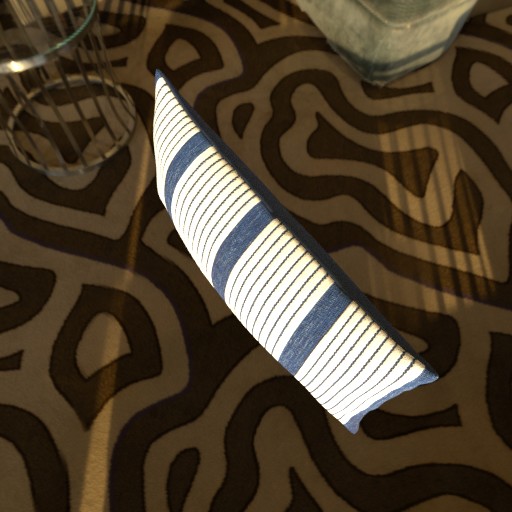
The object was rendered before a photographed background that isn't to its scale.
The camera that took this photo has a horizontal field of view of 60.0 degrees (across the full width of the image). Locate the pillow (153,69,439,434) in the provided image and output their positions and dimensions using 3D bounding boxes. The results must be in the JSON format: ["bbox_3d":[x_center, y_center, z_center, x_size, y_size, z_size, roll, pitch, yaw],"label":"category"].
[{"bbox_3d":[0.000,0.000,0.721,0.156,0.292,0.608,-34,68,-16],"label":"pillow"}]
